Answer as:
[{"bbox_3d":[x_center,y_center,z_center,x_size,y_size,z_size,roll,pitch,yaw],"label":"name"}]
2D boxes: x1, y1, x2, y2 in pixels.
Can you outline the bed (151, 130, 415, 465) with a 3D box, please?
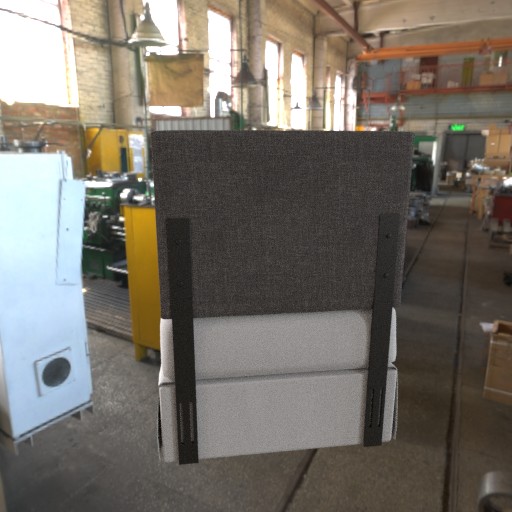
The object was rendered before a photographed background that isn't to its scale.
[{"bbox_3d":[0.000,0.000,2.981,1.261,1.571,1.997,-2,14,-8],"label":"bed"}]
